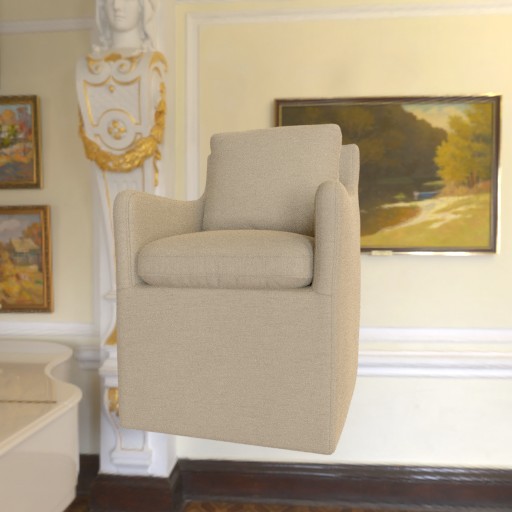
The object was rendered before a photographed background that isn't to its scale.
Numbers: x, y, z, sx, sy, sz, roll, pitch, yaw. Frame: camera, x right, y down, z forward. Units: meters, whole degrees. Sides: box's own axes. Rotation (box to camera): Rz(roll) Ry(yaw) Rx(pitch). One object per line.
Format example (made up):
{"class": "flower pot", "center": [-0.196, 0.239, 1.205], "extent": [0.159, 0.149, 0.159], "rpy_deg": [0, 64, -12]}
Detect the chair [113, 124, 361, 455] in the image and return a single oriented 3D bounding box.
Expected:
{"class": "chair", "center": [0.000, 0.000, 1.398], "extent": [0.626, 0.914, 0.694], "rpy_deg": [0, 1, 17]}
